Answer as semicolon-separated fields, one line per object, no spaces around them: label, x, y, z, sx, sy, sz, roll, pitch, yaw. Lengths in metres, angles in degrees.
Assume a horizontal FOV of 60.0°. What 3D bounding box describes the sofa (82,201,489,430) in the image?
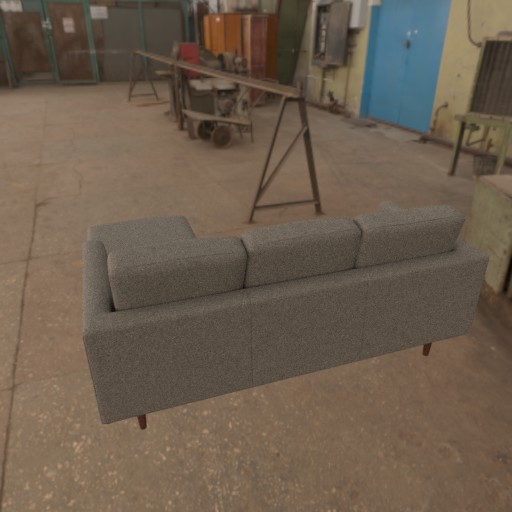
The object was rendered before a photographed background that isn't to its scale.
sofa;0.000;0.000;2.845;2.055;0.957;1.667;-9;29;-17
